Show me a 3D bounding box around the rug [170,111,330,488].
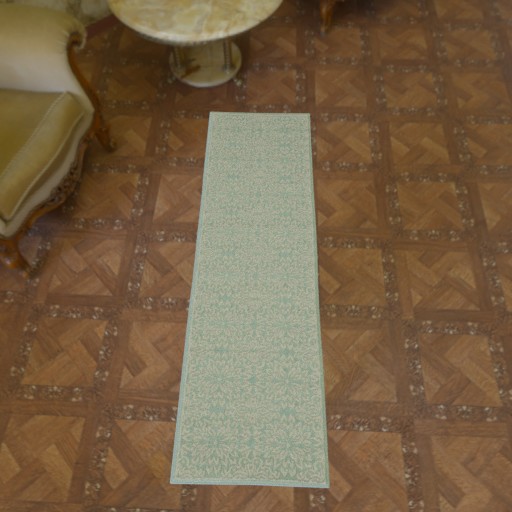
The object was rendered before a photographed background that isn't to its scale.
[{"bbox_3d":[0.000,0.000,2.382,0.662,0.011,2.196,1,60,1],"label":"rug"}]
